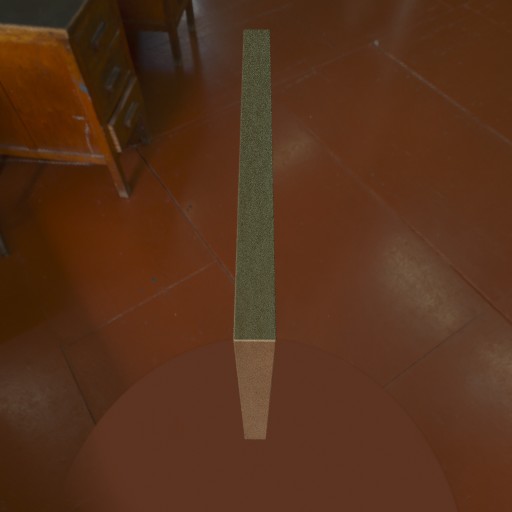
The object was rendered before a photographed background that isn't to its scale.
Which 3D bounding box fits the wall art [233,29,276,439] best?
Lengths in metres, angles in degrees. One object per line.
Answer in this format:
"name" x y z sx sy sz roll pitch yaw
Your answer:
"wall art" 0.000 0.000 0.760 0.040 0.506 0.503 0 58 0
